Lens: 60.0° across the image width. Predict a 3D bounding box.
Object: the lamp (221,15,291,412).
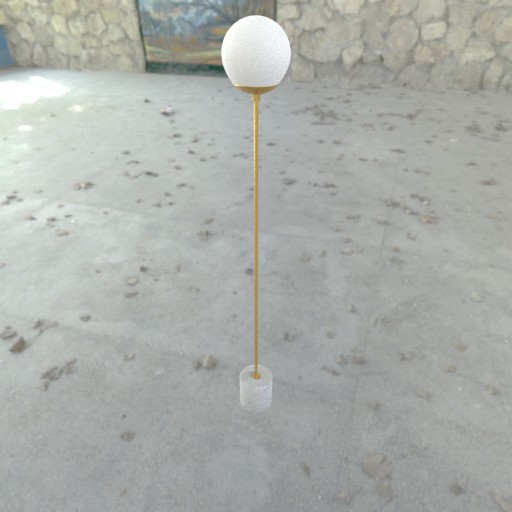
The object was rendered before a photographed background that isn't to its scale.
[{"bbox_3d":[0.000,0.000,1.834,0.224,1.753,0.224,11,33,16],"label":"lamp"}]
